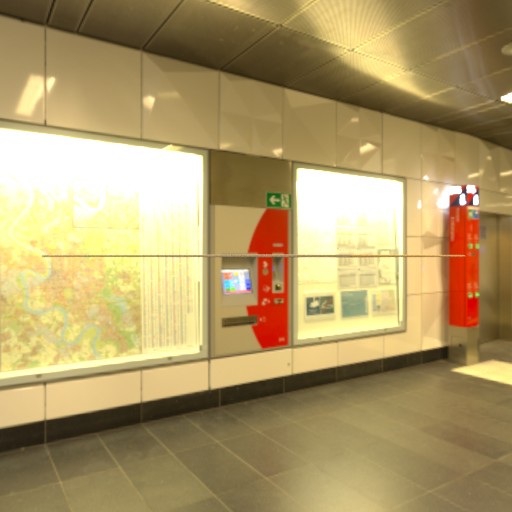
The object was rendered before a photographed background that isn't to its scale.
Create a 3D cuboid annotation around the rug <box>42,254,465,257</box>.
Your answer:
[{"bbox_3d":[0.000,0.000,4.078,3.046,0.015,2.446,0,0,37],"label":"rug"}]
